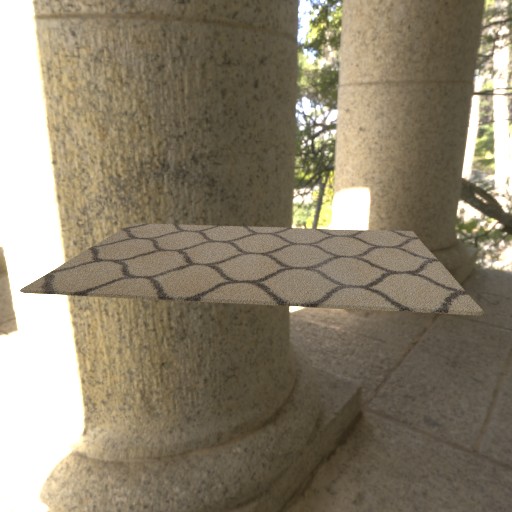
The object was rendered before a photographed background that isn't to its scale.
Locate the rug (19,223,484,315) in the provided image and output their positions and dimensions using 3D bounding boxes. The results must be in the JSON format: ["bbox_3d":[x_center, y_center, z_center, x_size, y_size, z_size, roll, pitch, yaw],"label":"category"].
[{"bbox_3d":[0.000,0.000,3.385,2.701,0.026,1.801,2,18,7],"label":"rug"}]
